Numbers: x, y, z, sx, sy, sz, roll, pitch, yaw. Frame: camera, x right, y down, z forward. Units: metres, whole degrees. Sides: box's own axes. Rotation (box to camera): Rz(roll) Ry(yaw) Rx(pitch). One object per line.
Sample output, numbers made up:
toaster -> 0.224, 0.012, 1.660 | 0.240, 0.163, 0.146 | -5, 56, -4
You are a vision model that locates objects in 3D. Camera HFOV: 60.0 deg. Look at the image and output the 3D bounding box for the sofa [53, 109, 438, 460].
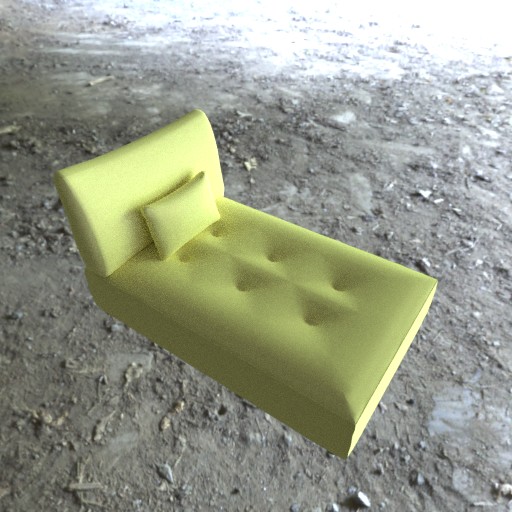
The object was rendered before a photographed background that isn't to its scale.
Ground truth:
sofa -> 0.000, 0.000, 2.032 | 1.450, 0.820, 0.930 | 24, 45, 26
